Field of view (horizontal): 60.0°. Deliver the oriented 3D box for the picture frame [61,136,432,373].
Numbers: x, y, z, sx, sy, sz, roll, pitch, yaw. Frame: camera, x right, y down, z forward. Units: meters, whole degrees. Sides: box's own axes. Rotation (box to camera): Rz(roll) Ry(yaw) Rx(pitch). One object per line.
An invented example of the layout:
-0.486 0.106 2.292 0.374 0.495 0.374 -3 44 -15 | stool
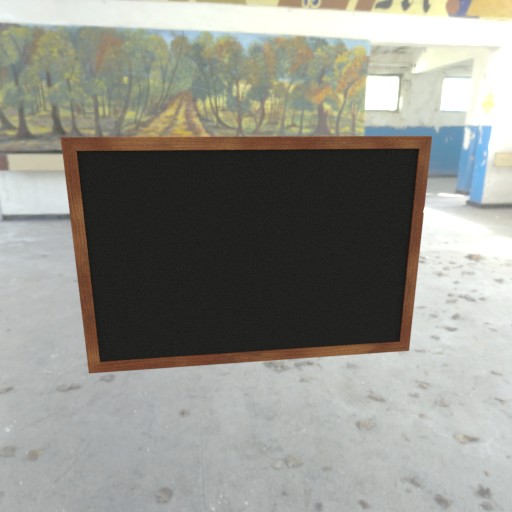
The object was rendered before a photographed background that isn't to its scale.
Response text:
0.000 0.000 1.230 0.950 0.640 0.029 -2 16 -8 | picture frame
